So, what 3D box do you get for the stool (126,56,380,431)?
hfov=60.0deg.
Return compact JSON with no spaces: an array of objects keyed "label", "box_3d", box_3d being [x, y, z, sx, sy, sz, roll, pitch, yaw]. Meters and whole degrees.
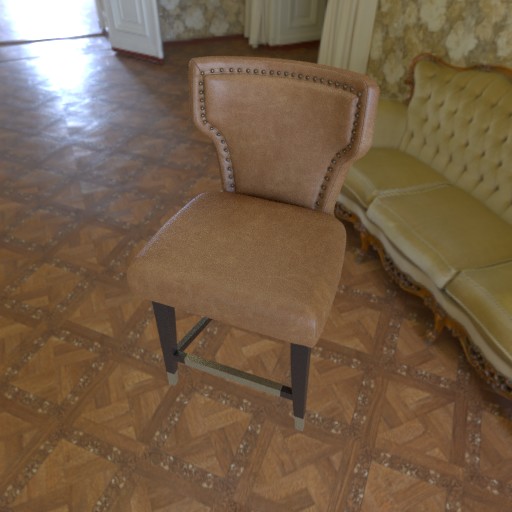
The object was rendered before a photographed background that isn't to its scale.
[{"label":"stool","box_3d":[0.000,0.000,1.316,0.526,0.982,0.563,14,42,16]}]
